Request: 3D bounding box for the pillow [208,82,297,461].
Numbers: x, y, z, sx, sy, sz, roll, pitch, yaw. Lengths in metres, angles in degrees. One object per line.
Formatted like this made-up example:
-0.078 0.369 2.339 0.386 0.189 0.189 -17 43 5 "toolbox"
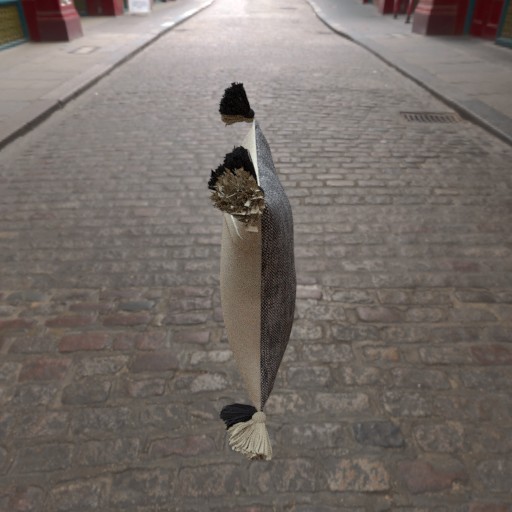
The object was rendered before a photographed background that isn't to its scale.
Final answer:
0.000 0.000 0.992 0.170 0.659 0.654 -1 32 -1 "pillow"
